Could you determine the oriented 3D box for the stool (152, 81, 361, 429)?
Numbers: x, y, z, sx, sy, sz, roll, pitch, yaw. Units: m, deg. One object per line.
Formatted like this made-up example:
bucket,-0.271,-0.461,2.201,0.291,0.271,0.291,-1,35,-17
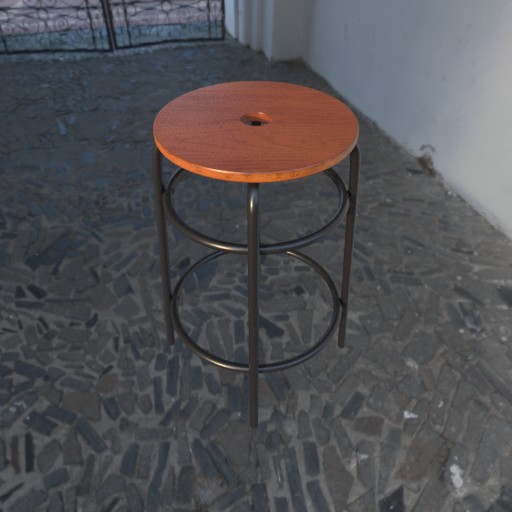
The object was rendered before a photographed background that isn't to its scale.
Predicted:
stool,0.000,0.000,0.935,0.455,0.610,0.455,1,42,1
